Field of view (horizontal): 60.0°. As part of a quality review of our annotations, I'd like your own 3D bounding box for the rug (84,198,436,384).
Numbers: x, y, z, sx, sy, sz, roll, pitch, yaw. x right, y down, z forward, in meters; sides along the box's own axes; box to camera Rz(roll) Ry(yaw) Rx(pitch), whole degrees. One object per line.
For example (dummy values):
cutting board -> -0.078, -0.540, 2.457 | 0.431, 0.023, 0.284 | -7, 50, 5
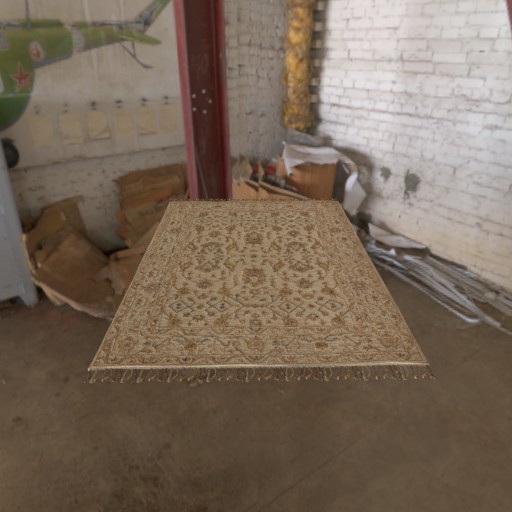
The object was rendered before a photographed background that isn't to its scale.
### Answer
rug -> 0.000, 0.000, 2.989 | 1.529, 0.027, 2.434 | 0, 26, -1
